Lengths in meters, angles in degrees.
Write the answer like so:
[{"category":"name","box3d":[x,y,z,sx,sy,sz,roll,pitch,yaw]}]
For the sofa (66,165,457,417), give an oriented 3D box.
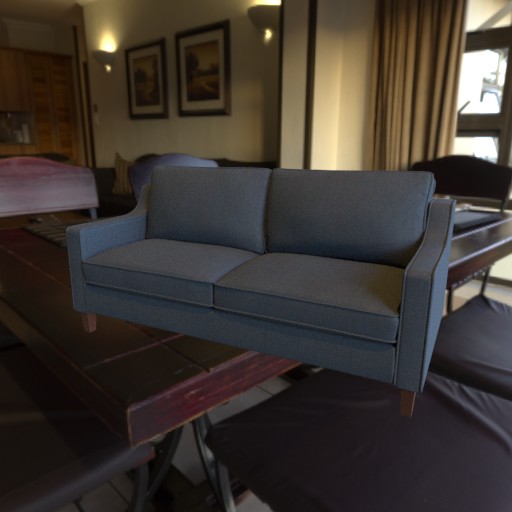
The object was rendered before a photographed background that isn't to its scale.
[{"category":"sofa","box3d":[0.000,0.000,2.782,2.178,1.071,1.066,7,17,26]}]
